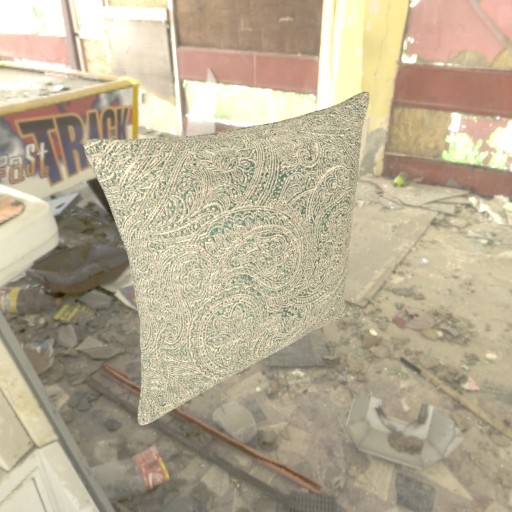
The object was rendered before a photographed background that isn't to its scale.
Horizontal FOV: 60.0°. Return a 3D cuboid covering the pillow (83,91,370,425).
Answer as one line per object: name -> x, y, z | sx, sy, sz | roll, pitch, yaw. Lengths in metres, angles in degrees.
pillow -> 0.000, 0.000, 0.798 | 0.526, 0.507, 0.166 | -21, 36, -32
